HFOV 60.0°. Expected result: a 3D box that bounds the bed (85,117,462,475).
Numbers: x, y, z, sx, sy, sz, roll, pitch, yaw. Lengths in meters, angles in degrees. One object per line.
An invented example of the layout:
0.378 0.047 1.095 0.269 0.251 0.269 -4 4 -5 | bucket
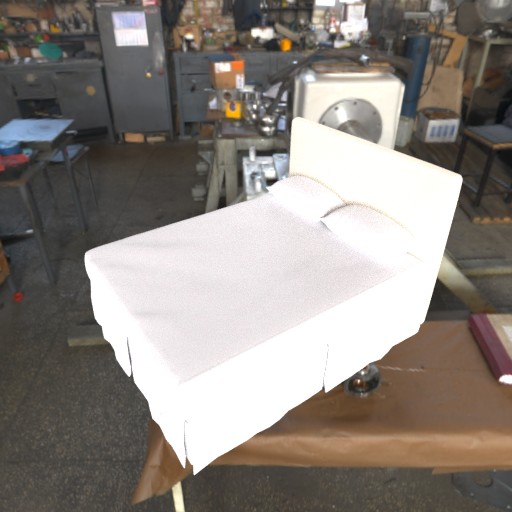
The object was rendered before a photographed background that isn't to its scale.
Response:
0.000 0.000 3.231 2.142 1.330 1.713 -21 38 -29 | bed
